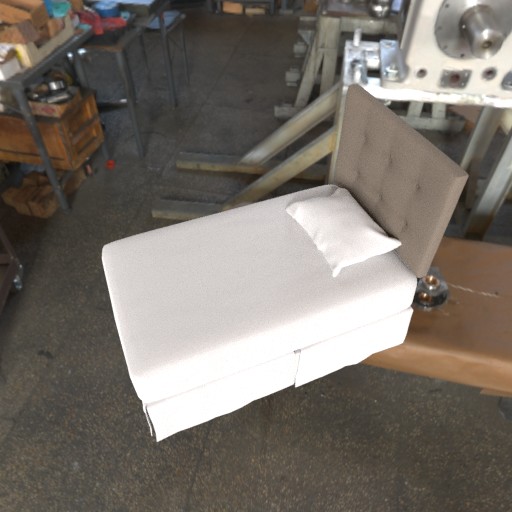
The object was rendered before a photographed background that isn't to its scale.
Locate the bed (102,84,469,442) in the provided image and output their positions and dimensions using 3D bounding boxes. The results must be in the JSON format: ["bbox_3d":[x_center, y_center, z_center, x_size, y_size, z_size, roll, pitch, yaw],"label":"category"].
[{"bbox_3d":[0.000,0.000,2.989,1.997,1.571,1.261,-17,49,-15],"label":"bed"}]
